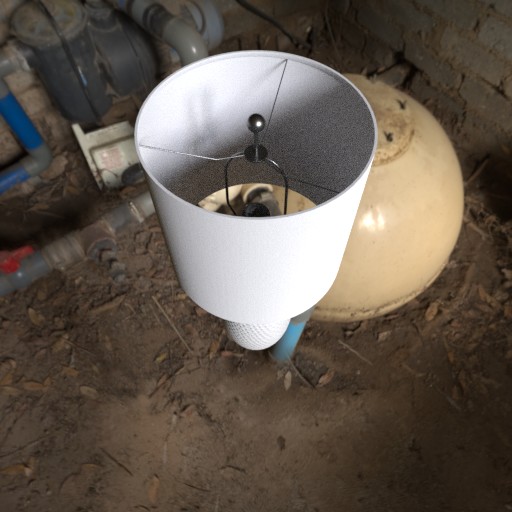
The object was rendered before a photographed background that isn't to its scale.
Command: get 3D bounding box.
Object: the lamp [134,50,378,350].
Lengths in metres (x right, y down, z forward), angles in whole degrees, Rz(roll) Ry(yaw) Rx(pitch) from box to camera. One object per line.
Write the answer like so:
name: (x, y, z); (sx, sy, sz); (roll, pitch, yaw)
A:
lamp: (0.000, 0.000, 0.586); (0.214, 0.466, 0.214); (15, 59, 9)
